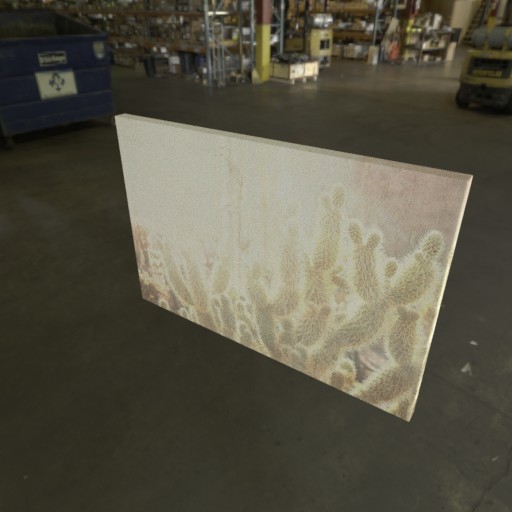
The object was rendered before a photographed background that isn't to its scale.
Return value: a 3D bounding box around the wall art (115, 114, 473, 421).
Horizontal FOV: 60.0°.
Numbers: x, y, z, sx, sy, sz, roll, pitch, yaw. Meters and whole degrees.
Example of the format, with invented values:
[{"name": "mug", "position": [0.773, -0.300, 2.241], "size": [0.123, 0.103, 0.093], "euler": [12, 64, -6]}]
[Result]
[{"name": "wall art", "position": [0.000, 0.000, 1.154], "size": [0.916, 0.608, 0.040], "euler": [19, 34, 29]}]
